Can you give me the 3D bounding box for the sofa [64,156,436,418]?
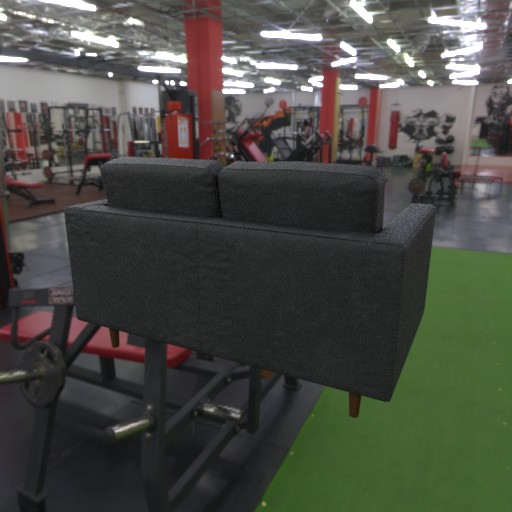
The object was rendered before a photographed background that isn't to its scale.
[{"bbox_3d":[0.000,0.000,2.042,1.430,0.899,0.879,8,18,26],"label":"sofa"}]
